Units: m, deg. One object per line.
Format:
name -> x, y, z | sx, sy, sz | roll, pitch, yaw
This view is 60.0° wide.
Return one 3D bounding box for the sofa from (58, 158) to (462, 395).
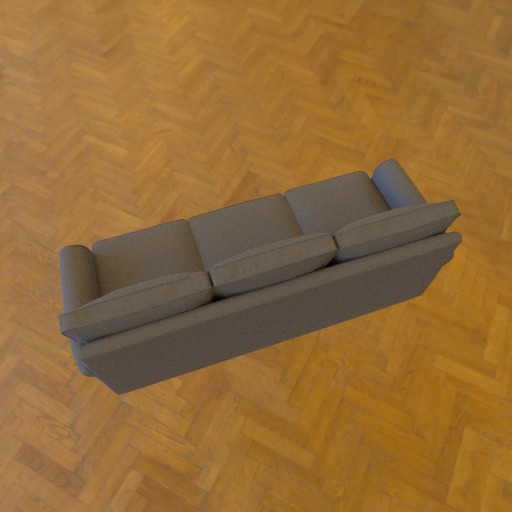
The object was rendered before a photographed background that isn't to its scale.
sofa -> 0.000, 0.000, 2.842 | 2.353, 0.948, 0.966 | -16, 61, -10
